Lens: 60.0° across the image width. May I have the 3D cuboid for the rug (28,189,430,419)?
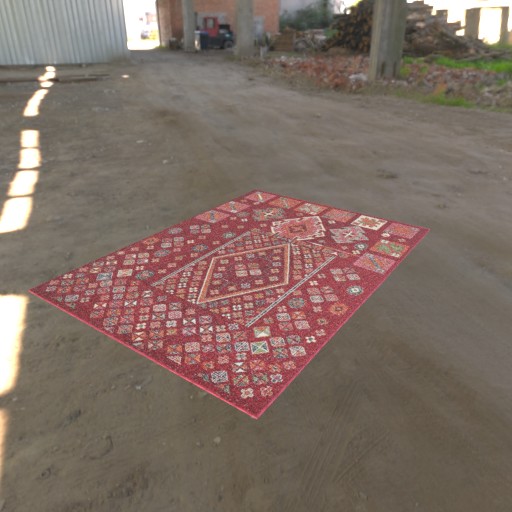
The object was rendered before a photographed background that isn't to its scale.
[{"bbox_3d":[0.000,0.000,4.328,2.389,0.011,3.306,18,32,31],"label":"rug"}]
